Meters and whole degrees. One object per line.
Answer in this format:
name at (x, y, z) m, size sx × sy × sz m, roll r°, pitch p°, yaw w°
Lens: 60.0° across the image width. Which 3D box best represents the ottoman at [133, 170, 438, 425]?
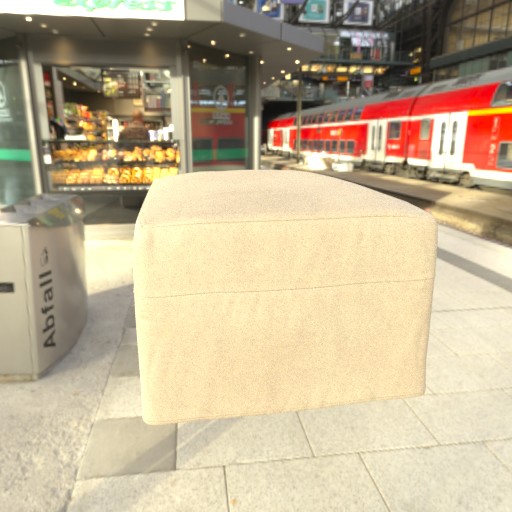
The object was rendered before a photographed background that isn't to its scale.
ottoman at (0.000, 0.000, 1.214) m, size 0.590 × 0.444 × 0.872 m, roll -3°, pitch 15°, yaw -10°
